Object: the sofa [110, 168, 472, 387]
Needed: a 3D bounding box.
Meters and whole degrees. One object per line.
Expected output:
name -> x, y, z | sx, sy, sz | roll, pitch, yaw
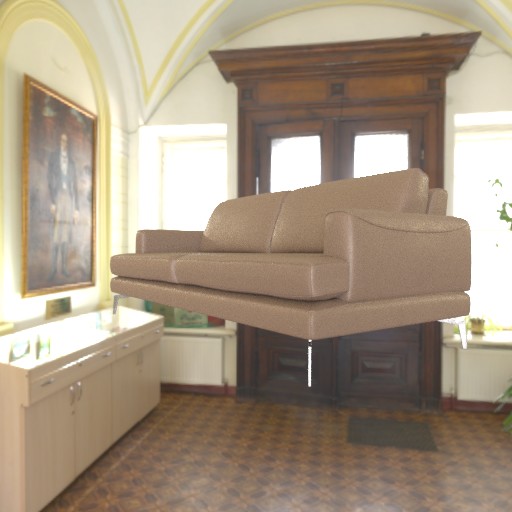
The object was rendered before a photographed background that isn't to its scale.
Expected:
sofa -> 0.000, 0.000, 2.368 | 0.974, 0.765, 1.940 | -1, 1, -35
